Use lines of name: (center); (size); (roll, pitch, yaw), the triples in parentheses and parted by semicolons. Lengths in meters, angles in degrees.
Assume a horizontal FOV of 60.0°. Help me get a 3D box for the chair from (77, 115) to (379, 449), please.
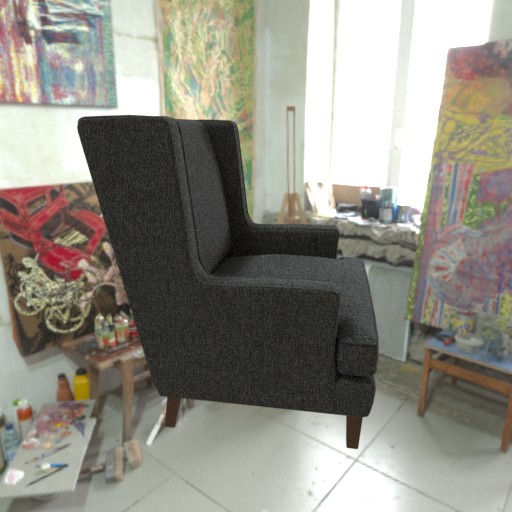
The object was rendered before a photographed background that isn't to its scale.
chair: (0.000, 0.000, 1.813); (0.927, 1.082, 0.942); (3, 16, 10)
